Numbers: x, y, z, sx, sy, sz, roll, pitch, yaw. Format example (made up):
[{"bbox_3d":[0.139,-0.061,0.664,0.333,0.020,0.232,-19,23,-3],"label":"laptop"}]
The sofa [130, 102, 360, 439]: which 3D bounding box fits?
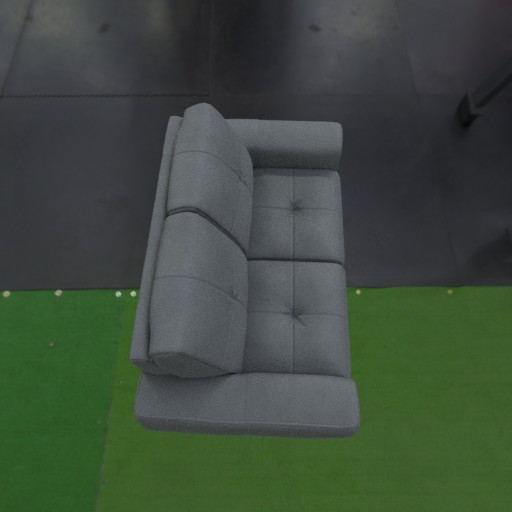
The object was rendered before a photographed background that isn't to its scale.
[{"bbox_3d":[0.000,0.000,2.400,1.018,0.907,1.806,2,64,1],"label":"sofa"}]
